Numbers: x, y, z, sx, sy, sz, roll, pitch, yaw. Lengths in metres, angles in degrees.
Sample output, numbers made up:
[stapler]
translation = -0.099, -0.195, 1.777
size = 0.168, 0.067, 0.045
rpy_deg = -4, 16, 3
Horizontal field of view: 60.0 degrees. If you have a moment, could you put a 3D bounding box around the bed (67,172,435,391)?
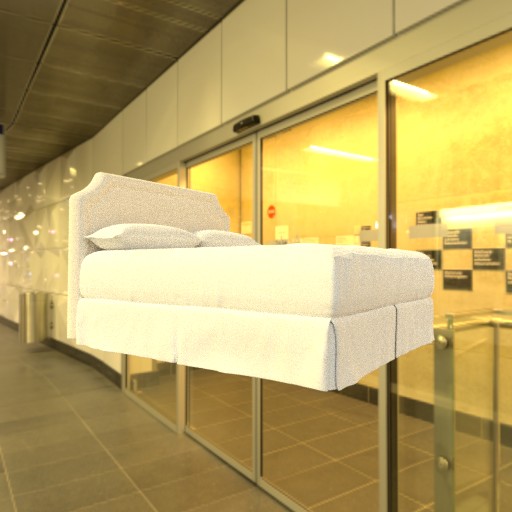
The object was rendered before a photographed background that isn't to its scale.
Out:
[bed]
translation = 0.000, 0.000, 3.912
size = 2.548, 1.524, 2.134
rpy_deg = -1, -1, 36
